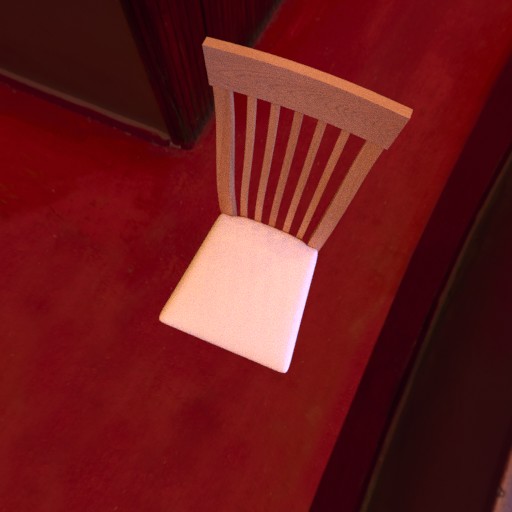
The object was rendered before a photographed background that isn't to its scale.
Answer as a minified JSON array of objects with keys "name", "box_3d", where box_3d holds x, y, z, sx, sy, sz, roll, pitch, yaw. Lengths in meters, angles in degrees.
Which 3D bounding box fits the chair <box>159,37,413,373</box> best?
[{"name":"chair","box_3d":[0.000,0.000,1.350,0.450,1.050,0.580,22,77,5]}]
